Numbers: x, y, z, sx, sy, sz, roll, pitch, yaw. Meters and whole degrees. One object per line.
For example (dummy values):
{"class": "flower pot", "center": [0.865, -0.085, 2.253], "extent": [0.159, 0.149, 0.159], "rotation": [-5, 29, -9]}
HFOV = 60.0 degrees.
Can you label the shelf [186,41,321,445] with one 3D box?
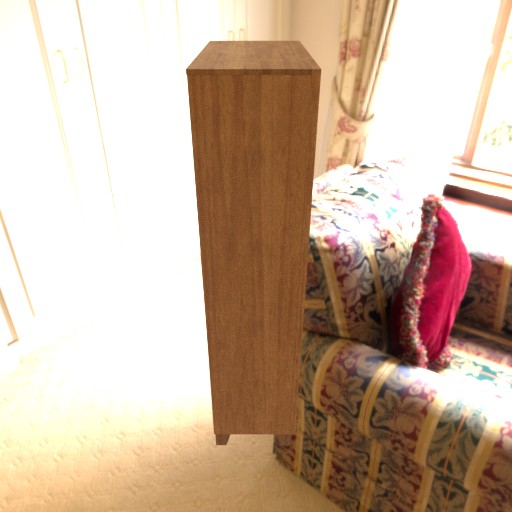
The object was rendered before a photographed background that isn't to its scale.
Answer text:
{"class": "shelf", "center": [0.000, 0.000, 2.294], "extent": [0.453, 1.930, 0.864], "rotation": [0, 31, 0]}
